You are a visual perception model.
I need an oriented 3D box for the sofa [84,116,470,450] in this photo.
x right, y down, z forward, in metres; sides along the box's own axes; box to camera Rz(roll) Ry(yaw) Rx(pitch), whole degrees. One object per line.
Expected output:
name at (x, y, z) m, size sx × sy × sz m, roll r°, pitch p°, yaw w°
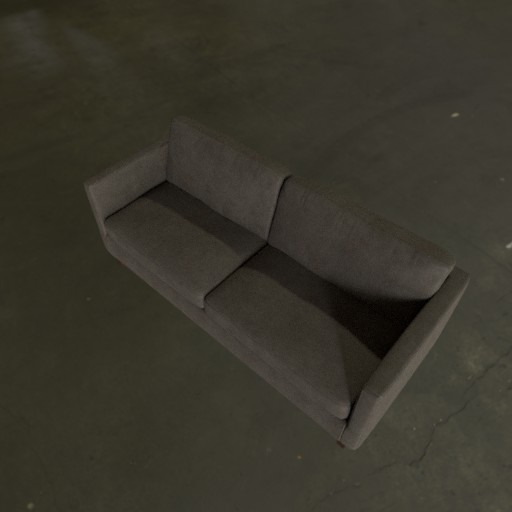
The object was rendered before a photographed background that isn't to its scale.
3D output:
sofa at (0.000, 0.000, 2.759) m, size 2.208 × 0.965 × 0.951 m, roll 34°, pitch 56°, yaw 27°
